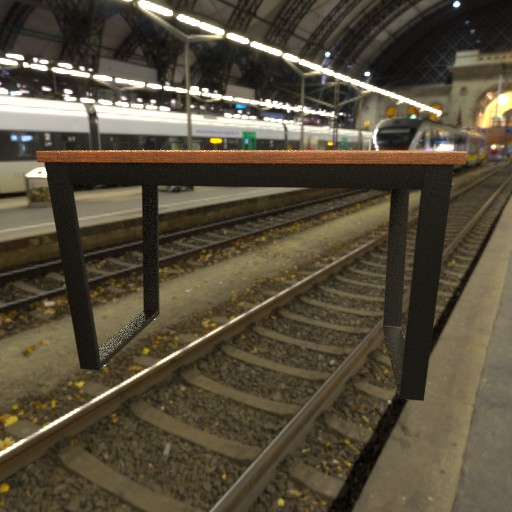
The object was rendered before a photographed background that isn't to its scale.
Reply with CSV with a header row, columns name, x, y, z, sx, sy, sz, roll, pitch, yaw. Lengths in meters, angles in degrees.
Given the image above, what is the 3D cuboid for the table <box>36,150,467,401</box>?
name,x,y,z,sx,sy,sz,roll,pitch,yaw
table,0.000,0.000,1.646,1.205,0.760,0.714,2,14,10
